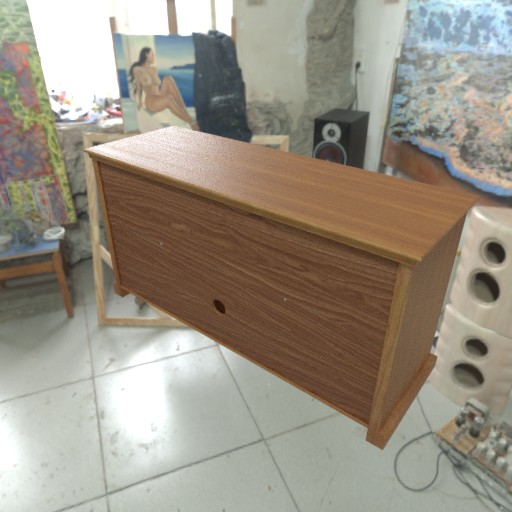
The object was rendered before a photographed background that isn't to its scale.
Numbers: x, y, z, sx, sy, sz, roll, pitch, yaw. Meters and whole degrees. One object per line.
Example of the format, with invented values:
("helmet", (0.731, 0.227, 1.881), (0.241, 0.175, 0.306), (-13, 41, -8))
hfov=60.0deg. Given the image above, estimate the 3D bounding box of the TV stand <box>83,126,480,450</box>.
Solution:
("TV stand", (0.000, 0.000, 1.490), (1.181, 0.607, 0.417), (22, 37, 32))
